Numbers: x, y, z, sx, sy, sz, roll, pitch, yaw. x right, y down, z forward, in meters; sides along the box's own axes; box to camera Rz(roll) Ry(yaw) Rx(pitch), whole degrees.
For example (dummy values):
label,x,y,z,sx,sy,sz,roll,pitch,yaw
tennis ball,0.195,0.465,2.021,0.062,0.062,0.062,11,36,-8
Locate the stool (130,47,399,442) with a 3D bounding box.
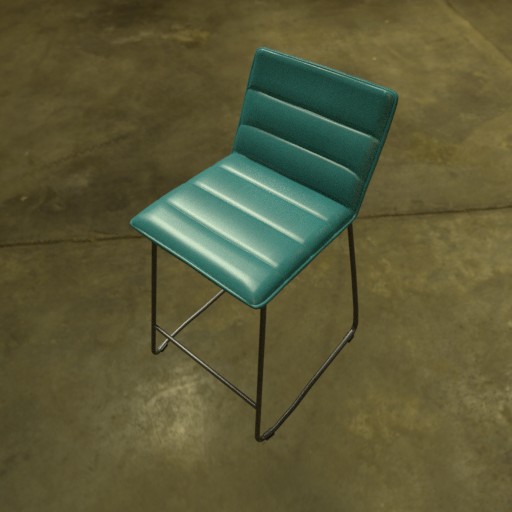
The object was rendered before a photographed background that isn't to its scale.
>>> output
label,x,y,z,sx,sy,sz,roll,pitch,yaw
stool,0.000,0.000,1.189,0.489,0.866,0.524,31,54,26
